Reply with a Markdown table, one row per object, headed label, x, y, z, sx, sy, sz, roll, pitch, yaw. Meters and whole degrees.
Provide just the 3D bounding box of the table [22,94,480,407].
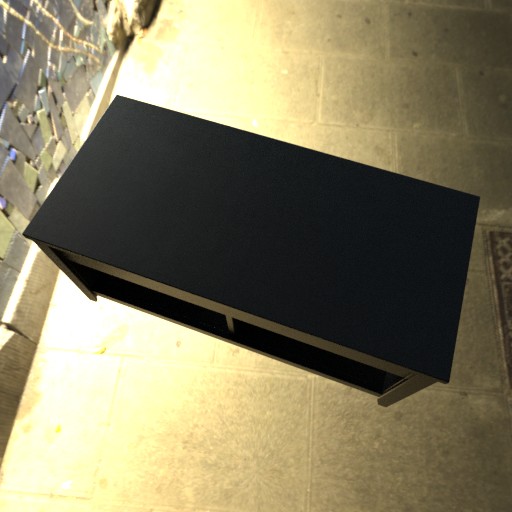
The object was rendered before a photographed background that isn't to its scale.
| label | x | y | z | sx | sy | sz | roll | pitch | yaw |
| --- | --- | --- | --- | --- | --- | --- | --- | --- | --- |
| table | 0.000 | 0.000 | 1.286 | 1.016 | 0.457 | 0.483 | 18 | 65 | 9 |
